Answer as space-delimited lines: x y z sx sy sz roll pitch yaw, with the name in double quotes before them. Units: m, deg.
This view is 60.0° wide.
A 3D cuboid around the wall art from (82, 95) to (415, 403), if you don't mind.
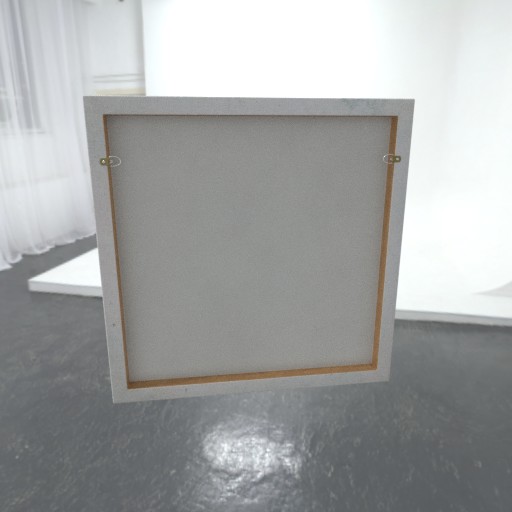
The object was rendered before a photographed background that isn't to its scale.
"wall art" 0.000 0.000 0.907 0.612 0.612 0.040 -2 16 -8
